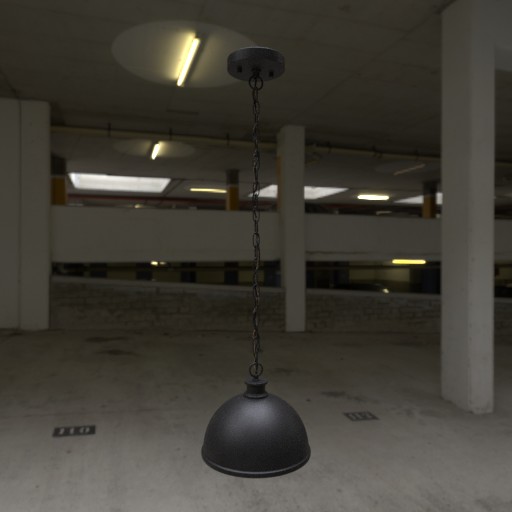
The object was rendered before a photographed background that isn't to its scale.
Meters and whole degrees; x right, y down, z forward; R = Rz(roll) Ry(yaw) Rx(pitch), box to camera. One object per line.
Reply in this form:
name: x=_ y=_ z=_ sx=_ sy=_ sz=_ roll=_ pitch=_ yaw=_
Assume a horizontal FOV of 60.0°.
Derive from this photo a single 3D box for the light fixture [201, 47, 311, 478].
light fixture: x=0.000 y=0.000 z=1.236 sx=0.304 sy=1.090 sz=0.304 roll=0 pitch=0 yaw=-18
